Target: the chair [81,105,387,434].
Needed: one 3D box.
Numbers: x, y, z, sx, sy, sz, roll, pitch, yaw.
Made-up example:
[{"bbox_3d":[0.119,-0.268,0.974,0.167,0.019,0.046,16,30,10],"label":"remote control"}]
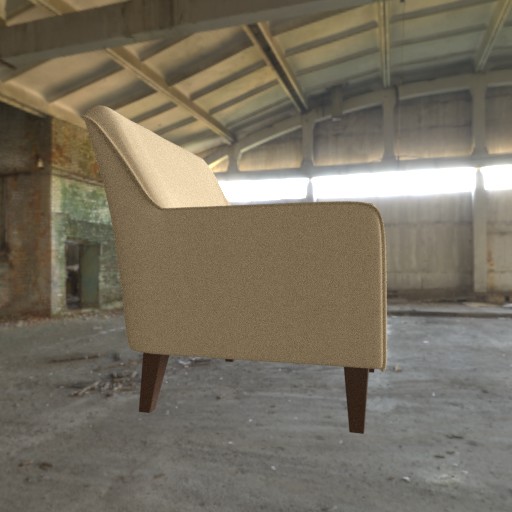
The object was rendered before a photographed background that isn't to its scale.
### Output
[{"bbox_3d":[0.000,0.000,1.578,0.899,0.919,0.780,0,-1,17],"label":"chair"}]
